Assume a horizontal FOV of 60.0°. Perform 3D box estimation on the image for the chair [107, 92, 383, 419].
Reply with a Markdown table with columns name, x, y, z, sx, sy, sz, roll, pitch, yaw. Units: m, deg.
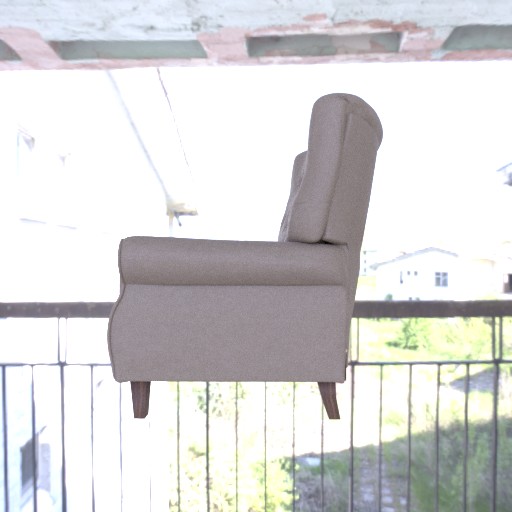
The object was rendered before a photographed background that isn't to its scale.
| name | x | y | z | sx | sy | sz | roll | pitch | yaw |
| --- | --- | --- | --- | --- | --- | --- | --- | --- | --- |
| chair | 0.000 | 0.000 | 1.903 | 1.041 | 1.138 | 0.999 | 0 | 0 | 1 |
